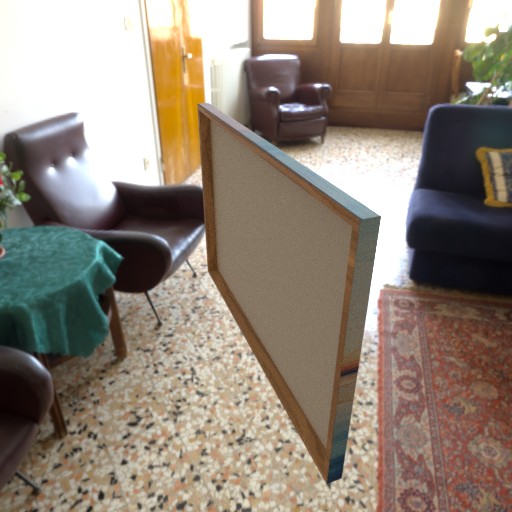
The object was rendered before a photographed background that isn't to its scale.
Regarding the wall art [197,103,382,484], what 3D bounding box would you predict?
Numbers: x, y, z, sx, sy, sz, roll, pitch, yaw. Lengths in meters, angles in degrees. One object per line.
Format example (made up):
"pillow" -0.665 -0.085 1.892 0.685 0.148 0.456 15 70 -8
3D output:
"wall art" 0.000 0.000 1.149 0.037 0.605 0.911 -11 31 -18
